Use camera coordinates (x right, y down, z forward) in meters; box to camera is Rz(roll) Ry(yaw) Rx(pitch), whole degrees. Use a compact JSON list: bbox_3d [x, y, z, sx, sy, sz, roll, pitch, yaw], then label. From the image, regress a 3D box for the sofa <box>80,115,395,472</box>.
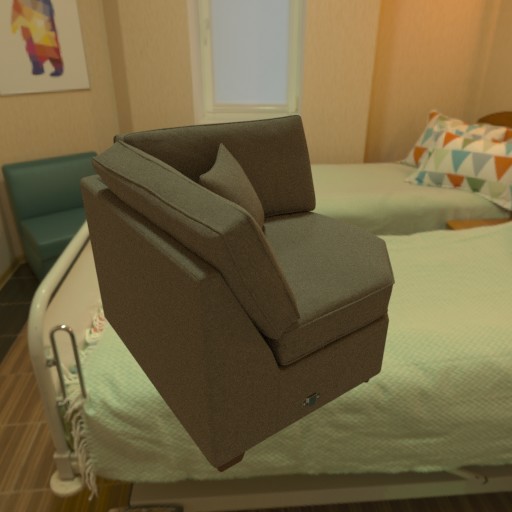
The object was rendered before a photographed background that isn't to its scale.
[{"bbox_3d":[0.000,0.000,1.818,1.042,0.951,1.050,-17,31,-30],"label":"sofa"}]
